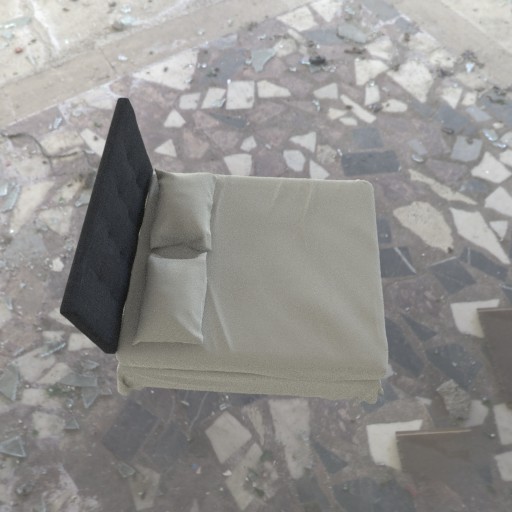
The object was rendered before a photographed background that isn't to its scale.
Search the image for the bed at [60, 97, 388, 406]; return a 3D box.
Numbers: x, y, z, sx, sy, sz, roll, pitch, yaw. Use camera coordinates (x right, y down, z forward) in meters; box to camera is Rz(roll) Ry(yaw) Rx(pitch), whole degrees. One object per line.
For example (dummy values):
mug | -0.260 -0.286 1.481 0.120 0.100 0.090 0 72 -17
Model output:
bed | 0.000 0.000 3.429 2.222 1.577 1.936 3 63 1
